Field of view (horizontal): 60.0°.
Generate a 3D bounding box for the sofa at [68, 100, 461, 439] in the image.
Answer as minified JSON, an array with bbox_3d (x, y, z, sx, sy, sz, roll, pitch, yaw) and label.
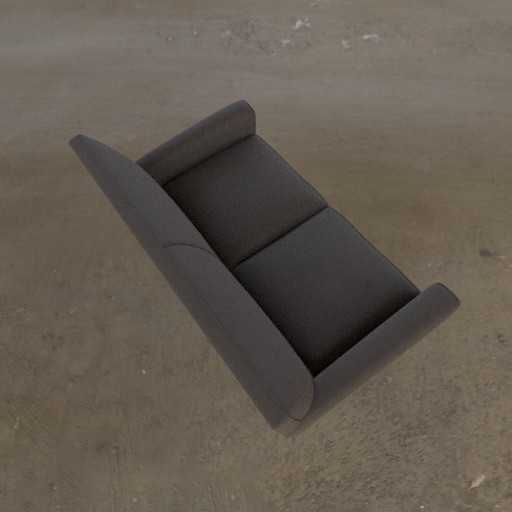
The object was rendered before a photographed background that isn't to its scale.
[{"bbox_3d":[0.000,0.000,1.954,0.871,0.846,1.420,-32,64,-18],"label":"sofa"}]
